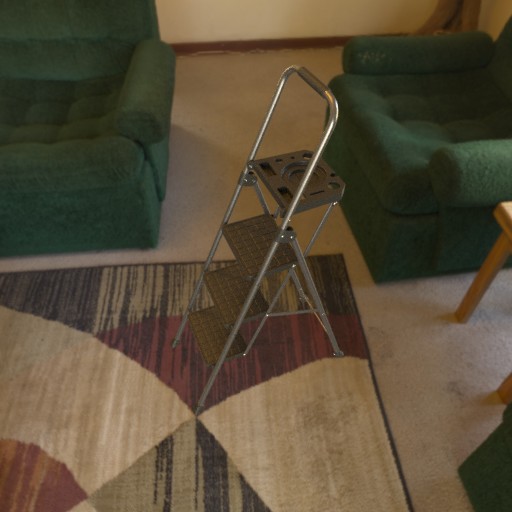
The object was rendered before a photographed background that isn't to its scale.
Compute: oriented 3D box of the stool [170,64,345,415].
[{"bbox_3d":[0.000,0.000,1.625,0.733,1.277,0.396,-17,49,-15],"label":"stool"}]
